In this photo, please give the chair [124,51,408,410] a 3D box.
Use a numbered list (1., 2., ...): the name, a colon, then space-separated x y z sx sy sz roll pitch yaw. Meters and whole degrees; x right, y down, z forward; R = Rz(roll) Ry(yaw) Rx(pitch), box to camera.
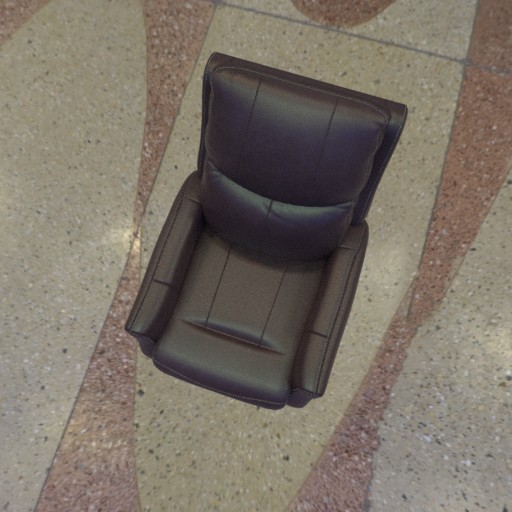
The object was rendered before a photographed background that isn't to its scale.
1. chair: 0.000 0.000 1.735 0.829 1.030 1.080 18 75 5
